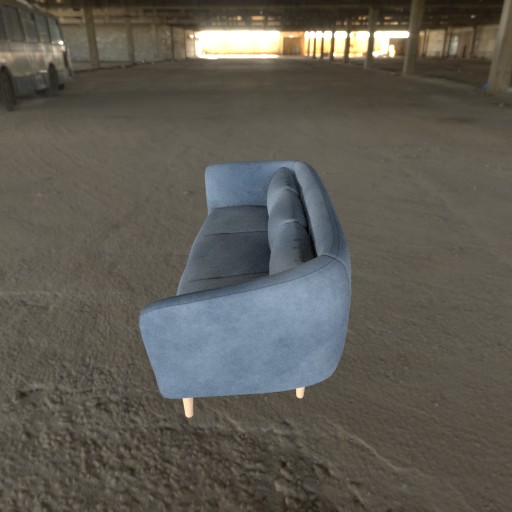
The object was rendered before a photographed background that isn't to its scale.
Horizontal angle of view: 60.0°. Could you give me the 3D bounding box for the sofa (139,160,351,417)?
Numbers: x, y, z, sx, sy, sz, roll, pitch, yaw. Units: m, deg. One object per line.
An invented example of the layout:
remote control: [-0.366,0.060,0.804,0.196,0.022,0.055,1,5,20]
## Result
sofa: [0.000,0.000,2.625,0.849,0.795,2.095,0,25,1]
